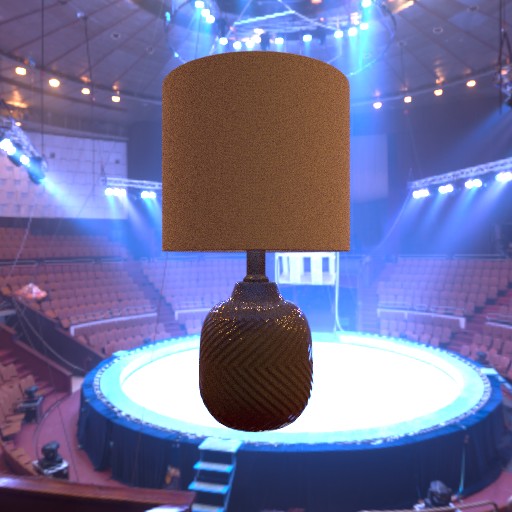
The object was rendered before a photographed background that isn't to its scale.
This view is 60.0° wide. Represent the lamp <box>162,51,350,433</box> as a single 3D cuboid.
[{"bbox_3d":[0.000,0.000,0.497,0.207,0.366,0.207,0,0,0],"label":"lamp"}]
